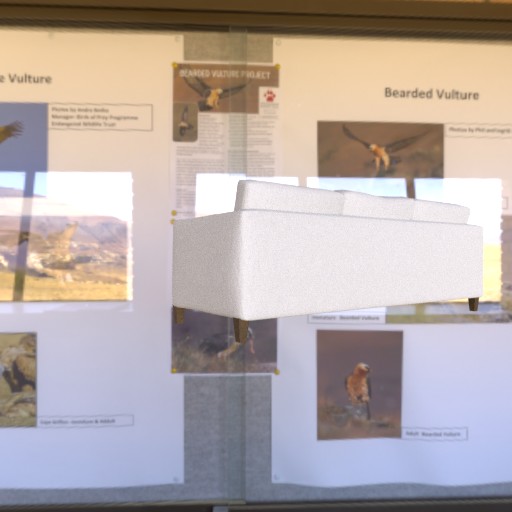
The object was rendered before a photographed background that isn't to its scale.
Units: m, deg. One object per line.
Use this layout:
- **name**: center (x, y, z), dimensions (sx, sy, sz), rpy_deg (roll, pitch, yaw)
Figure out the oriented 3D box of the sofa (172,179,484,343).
- **sofa**: center (0.000, 0.000, 4.431), dimensions (2.522, 0.934, 3.333), rpy_deg (0, 0, -35)
